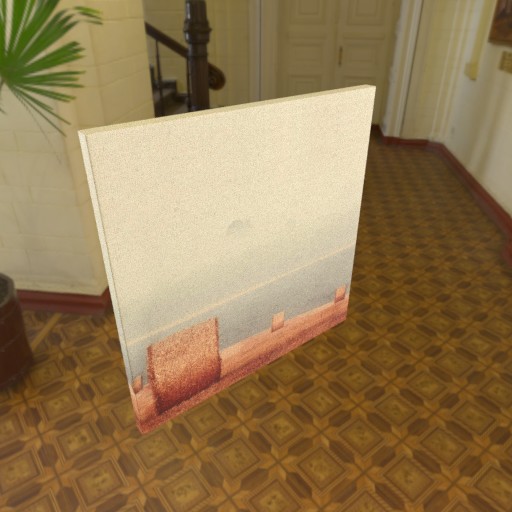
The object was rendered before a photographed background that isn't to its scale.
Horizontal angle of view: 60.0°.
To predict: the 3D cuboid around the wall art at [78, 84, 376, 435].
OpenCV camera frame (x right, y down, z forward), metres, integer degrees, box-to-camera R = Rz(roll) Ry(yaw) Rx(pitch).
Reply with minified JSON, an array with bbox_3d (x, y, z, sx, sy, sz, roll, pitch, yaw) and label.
[{"bbox_3d":[0.000,0.000,0.612,0.405,0.405,0.023,-22,36,-32],"label":"wall art"}]
